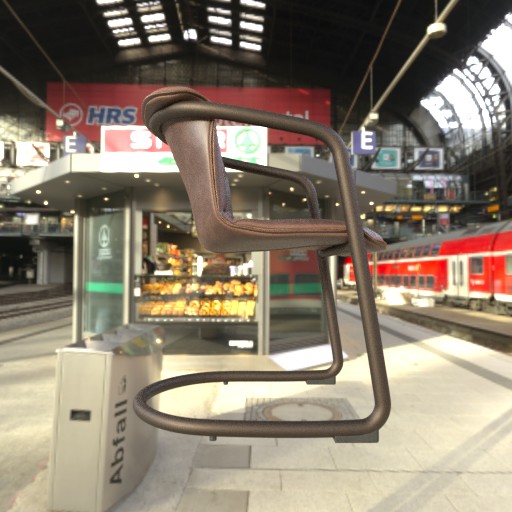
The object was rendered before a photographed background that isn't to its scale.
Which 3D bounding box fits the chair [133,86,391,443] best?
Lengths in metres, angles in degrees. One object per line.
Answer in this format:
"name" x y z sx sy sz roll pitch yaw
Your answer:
"chair" 0.000 0.000 1.244 0.664 0.836 0.536 0 -2 -1
